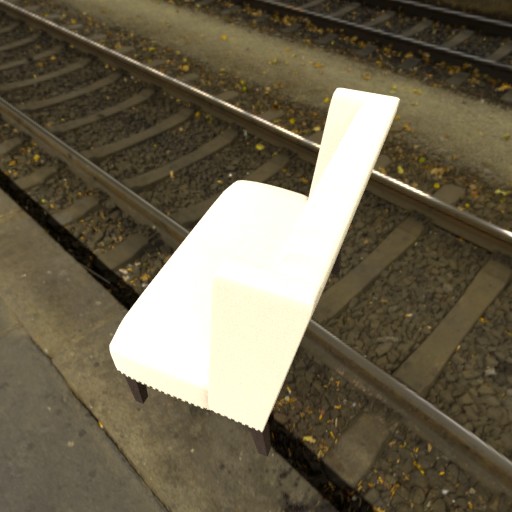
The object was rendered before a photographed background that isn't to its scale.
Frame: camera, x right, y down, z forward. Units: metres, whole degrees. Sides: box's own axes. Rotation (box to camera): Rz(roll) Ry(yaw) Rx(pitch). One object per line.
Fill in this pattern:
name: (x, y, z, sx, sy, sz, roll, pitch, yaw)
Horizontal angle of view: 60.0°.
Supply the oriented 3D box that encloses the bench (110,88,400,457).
bench: (0.000, 0.000, 2.024, 0.847, 1.123, 1.280, 16, 47, 16)
